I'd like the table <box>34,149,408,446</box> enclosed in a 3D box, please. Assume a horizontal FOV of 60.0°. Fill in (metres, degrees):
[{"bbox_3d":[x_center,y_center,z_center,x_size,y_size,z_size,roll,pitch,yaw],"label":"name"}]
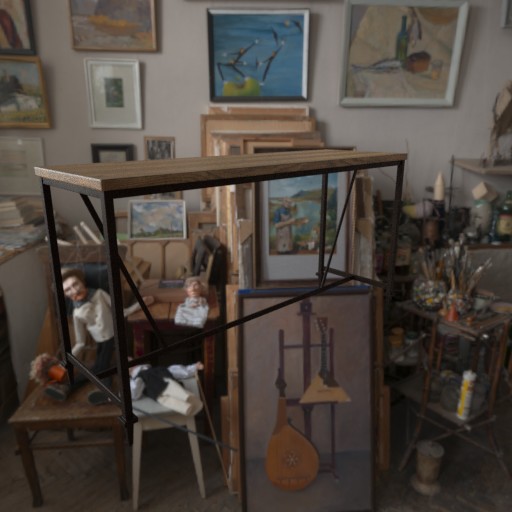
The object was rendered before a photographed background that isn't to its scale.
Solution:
[{"bbox_3d":[0.000,0.000,2.099,1.700,0.902,0.551,-15,22,-41],"label":"table"}]
